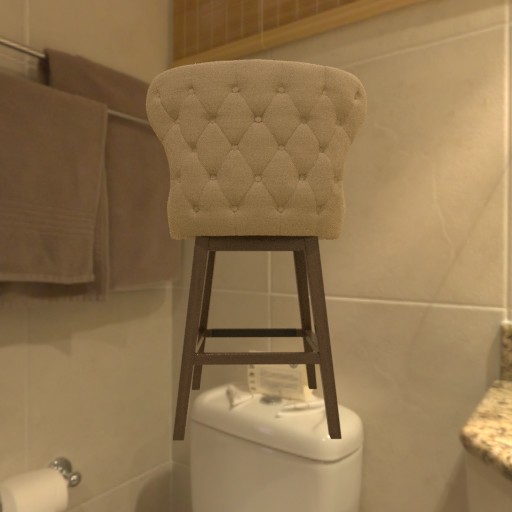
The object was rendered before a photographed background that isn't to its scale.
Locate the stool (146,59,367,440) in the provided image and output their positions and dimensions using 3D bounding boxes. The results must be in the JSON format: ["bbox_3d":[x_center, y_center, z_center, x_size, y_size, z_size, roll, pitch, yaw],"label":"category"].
[{"bbox_3d":[0.000,0.000,1.365,0.615,0.972,0.597,0,0,-1],"label":"stool"}]
